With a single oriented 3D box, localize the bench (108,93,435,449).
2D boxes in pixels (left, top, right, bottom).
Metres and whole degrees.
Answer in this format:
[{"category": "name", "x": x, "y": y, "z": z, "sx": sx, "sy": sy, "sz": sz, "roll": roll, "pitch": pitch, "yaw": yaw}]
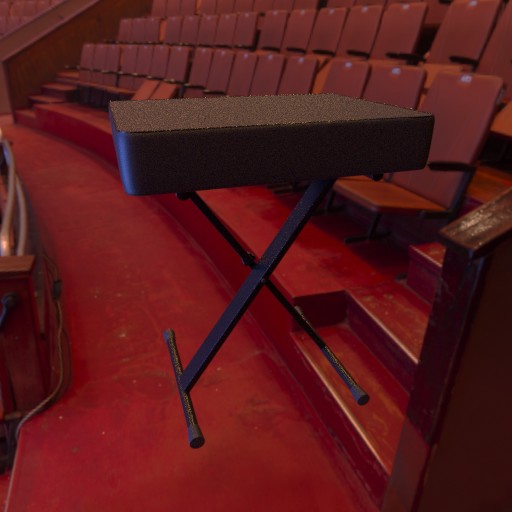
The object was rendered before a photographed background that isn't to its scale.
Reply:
[{"category": "bench", "x": 0.000, "y": 0.000, "z": 0.780, "sx": 0.424, "sy": 0.500, "sz": 0.321, "roll": -8, "pitch": 27, "yaw": -16}]
